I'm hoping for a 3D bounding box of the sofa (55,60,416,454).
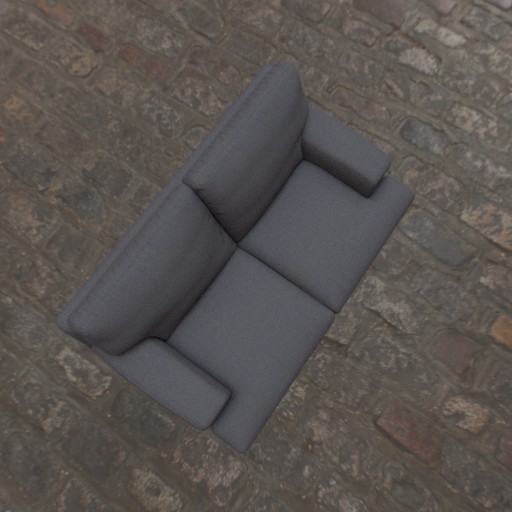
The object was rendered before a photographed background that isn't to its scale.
[{"bbox_3d":[0.000,0.000,2.529,1.143,0.940,1.880,34,78,9],"label":"sofa"}]
